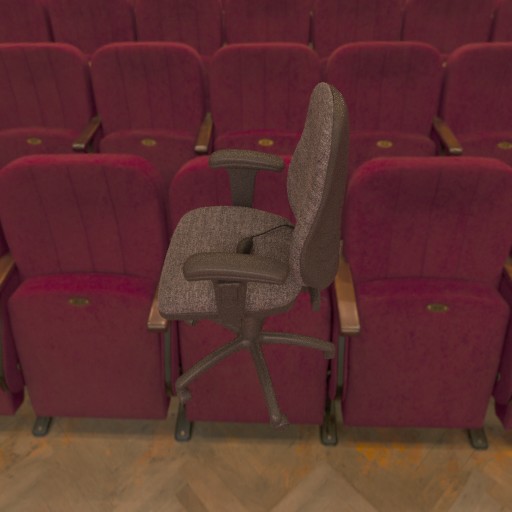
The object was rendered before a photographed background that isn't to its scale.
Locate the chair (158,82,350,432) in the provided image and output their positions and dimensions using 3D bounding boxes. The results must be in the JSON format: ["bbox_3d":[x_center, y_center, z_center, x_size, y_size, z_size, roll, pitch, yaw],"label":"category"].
[{"bbox_3d":[0.000,0.000,1.219,0.530,0.910,0.550,1,41,2],"label":"chair"}]
